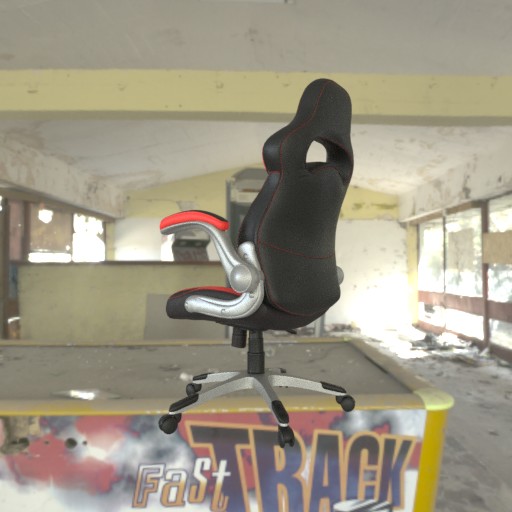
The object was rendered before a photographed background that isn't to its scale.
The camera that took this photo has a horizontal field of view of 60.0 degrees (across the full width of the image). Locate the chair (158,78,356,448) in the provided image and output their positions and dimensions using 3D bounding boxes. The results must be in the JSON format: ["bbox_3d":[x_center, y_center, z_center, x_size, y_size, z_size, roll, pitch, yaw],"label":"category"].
[{"bbox_3d":[0.000,0.000,1.679,0.712,1.165,0.758,-1,-2,37],"label":"chair"}]
